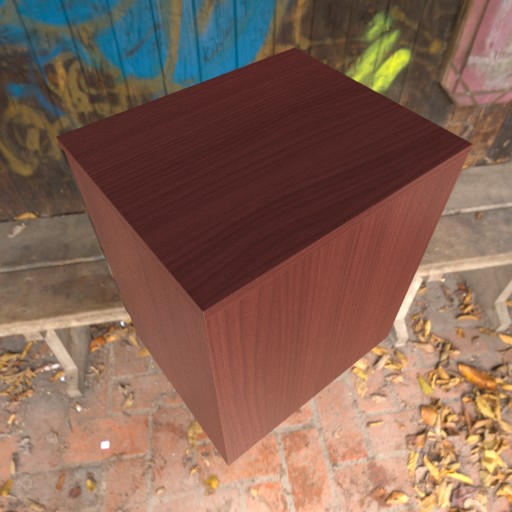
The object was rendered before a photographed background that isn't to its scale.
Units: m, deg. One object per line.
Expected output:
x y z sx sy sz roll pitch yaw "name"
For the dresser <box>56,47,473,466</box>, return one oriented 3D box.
0.000 0.000 0.739 0.400 0.470 0.360 -31 56 -24 "dresser"
